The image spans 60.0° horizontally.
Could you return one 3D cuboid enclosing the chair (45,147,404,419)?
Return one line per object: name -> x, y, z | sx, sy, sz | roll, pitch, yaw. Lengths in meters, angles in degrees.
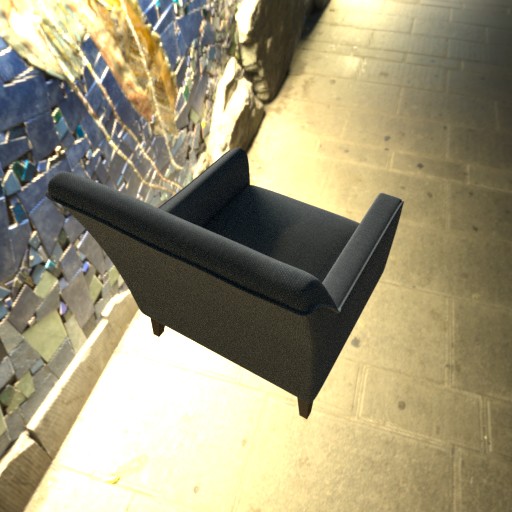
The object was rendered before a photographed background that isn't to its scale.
chair -> 0.000, 0.000, 1.587 | 0.780, 0.919, 0.899 | 23, 50, 21
